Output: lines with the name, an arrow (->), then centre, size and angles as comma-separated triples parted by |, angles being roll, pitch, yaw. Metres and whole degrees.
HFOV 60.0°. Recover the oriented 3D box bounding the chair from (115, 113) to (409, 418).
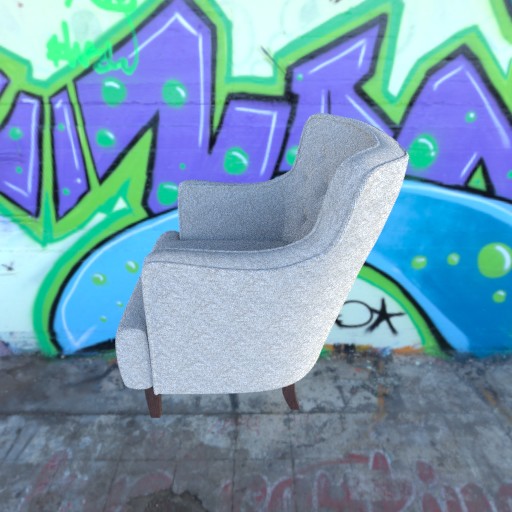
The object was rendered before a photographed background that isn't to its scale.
chair -> 0.000, 0.000, 1.676 | 0.910, 0.920, 0.820 | 0, 27, -1
